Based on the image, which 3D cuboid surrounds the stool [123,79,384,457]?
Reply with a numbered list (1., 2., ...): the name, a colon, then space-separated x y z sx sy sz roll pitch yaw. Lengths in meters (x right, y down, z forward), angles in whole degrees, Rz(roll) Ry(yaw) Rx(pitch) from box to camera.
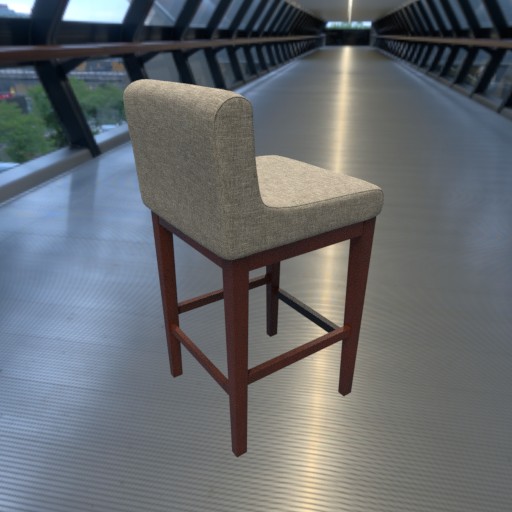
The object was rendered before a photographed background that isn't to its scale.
1. stool: 0.000 0.000 1.126 0.459 0.835 0.417 -17 30 -31
